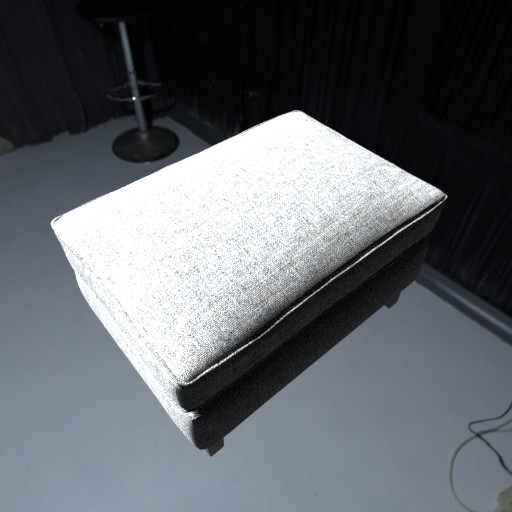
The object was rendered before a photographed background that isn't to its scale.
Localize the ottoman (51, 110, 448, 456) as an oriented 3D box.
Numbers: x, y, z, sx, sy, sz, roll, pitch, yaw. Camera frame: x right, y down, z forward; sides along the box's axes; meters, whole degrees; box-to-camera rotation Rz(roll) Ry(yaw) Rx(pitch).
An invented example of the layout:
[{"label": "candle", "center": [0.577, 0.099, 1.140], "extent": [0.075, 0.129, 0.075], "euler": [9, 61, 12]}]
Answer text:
[{"label": "ottoman", "center": [0.000, 0.000, 0.996], "extent": [0.686, 0.406, 0.508], "euler": [-32, 55, -26]}]
